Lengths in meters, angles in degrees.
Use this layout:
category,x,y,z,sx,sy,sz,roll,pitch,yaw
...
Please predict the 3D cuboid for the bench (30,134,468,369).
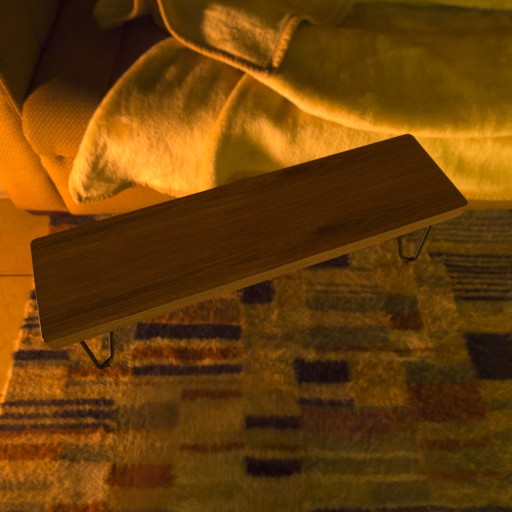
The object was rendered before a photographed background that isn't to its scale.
category,x,y,z,sx,sy,sz,roll,pitch,yaw
bench,0.000,0.000,1.816,1.570,0.462,0.425,-18,58,-11
